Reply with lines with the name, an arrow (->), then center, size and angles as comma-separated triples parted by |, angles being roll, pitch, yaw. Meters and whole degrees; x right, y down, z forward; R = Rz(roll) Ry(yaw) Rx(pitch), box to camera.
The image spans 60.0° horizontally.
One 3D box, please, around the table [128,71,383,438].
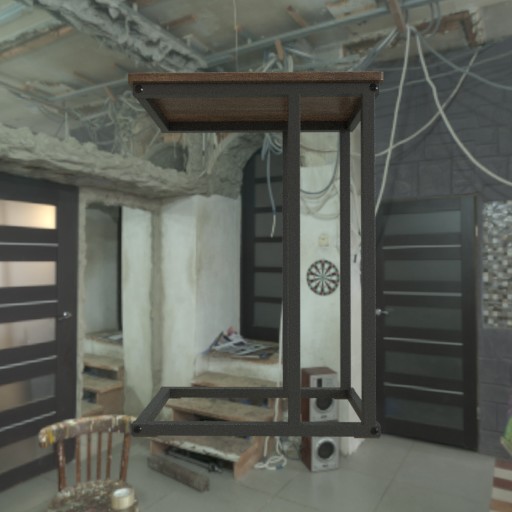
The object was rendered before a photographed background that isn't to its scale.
table -> 0.000, 0.000, 0.894 | 0.450, 0.637, 0.254 | 0, -1, 1
